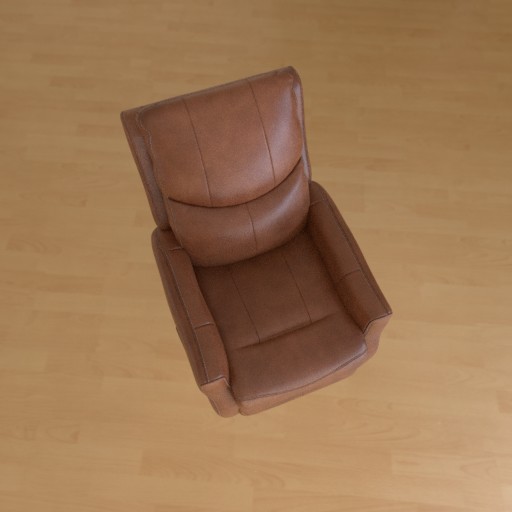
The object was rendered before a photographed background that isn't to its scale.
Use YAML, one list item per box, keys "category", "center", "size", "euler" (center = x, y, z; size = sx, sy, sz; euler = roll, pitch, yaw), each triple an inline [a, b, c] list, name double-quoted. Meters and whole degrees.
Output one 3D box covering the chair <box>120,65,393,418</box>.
- category: "chair"
  center: [0.000, 0.000, 1.790]
  size: [0.821, 1.016, 1.072]
  euler: [-19, 66, -9]
